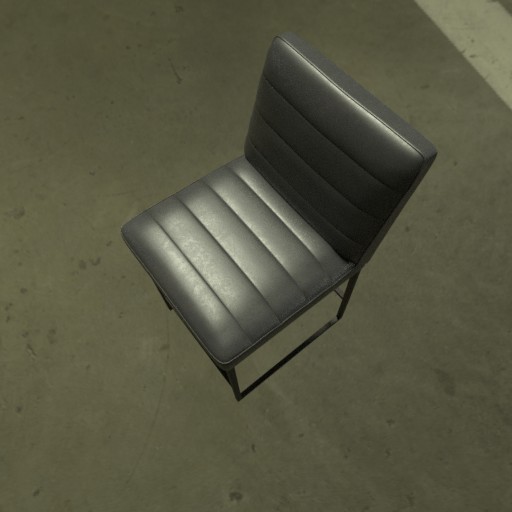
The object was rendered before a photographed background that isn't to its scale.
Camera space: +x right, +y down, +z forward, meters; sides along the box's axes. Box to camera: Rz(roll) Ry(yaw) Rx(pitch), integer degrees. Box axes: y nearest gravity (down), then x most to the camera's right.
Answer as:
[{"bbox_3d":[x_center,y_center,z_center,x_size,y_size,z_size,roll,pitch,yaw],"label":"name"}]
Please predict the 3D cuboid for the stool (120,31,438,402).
[{"bbox_3d":[0.000,0.000,1.246,0.552,0.938,0.457,-35,69,-16],"label":"stool"}]
